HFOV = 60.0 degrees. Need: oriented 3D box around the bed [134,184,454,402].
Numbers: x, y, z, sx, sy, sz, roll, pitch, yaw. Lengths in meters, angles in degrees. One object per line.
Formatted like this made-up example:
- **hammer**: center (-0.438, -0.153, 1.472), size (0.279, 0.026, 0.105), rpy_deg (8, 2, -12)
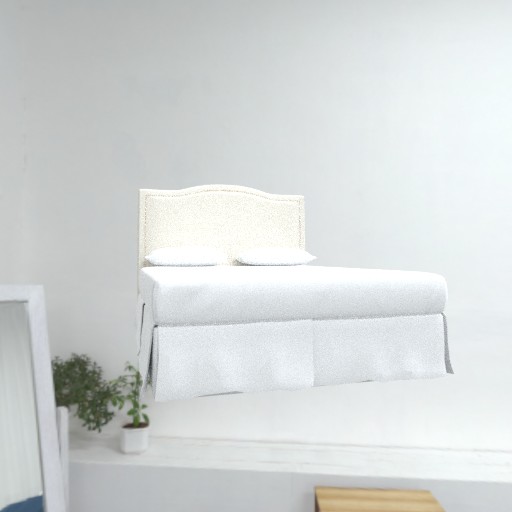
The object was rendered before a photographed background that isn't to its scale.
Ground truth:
- **bed**: center (0.000, 0.000, 3.435), size (1.821, 1.436, 2.282), rpy_deg (0, 0, -17)
